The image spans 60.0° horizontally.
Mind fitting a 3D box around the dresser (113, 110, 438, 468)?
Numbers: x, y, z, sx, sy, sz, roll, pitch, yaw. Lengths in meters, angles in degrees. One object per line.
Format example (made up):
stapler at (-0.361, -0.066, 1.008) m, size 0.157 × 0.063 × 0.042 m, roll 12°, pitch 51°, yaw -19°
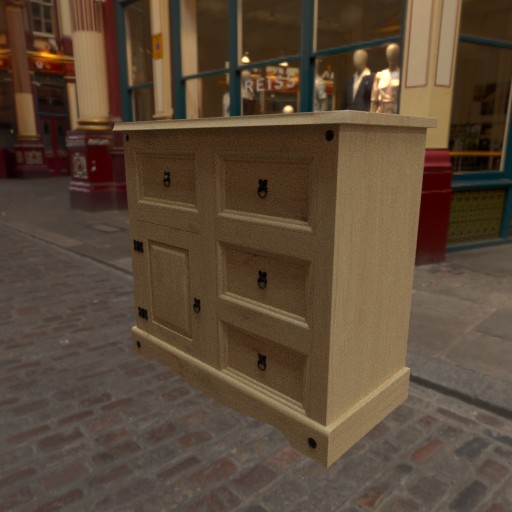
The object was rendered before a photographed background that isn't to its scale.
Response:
dresser at (0.000, 0.000, 1.430) m, size 0.915 × 0.835 × 0.440 m, roll 14°, pitch 20°, yaw 42°
